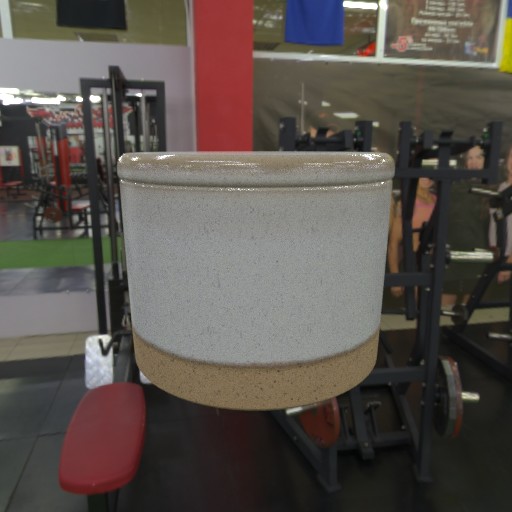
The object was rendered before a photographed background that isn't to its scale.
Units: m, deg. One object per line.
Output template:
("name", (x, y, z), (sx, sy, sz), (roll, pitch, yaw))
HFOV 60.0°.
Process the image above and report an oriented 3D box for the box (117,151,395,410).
("box", (0.000, 0.000, 0.269), (0.154, 0.123, 0.154), (0, 14, 0))
